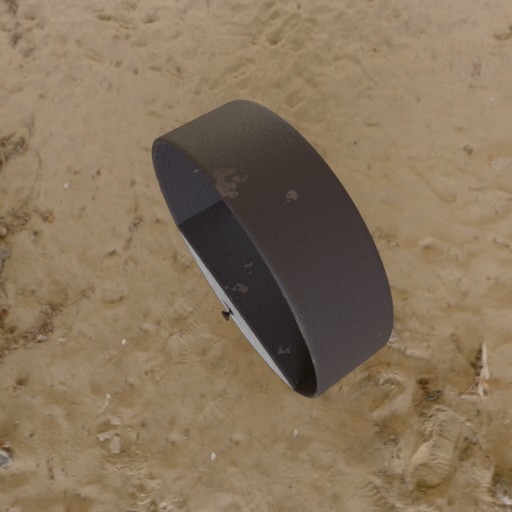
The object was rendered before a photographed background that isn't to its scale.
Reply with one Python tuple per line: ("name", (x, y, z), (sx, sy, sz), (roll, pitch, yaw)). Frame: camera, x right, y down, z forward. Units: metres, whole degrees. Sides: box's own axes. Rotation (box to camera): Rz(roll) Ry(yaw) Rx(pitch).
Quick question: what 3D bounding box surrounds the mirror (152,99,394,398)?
("mirror", (0.000, 0.000, 0.602), (0.126, 0.386, 0.386), (-32, 67, -15))
